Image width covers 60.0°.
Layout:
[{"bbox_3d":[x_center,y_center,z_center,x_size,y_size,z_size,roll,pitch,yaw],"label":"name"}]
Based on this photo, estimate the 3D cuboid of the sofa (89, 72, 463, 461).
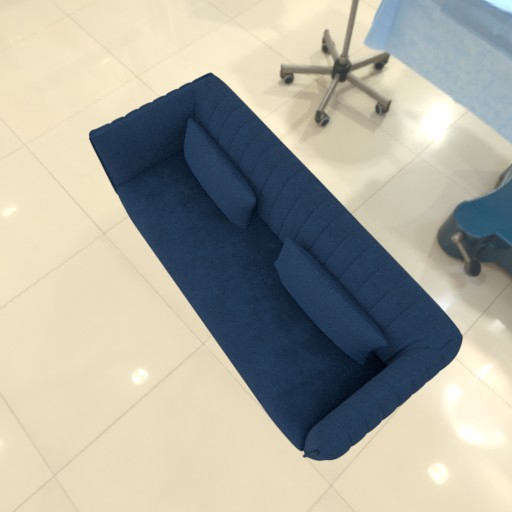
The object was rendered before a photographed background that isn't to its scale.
[{"bbox_3d":[0.000,0.000,2.546,0.896,0.793,2.136,-33,69,-15],"label":"sofa"}]
